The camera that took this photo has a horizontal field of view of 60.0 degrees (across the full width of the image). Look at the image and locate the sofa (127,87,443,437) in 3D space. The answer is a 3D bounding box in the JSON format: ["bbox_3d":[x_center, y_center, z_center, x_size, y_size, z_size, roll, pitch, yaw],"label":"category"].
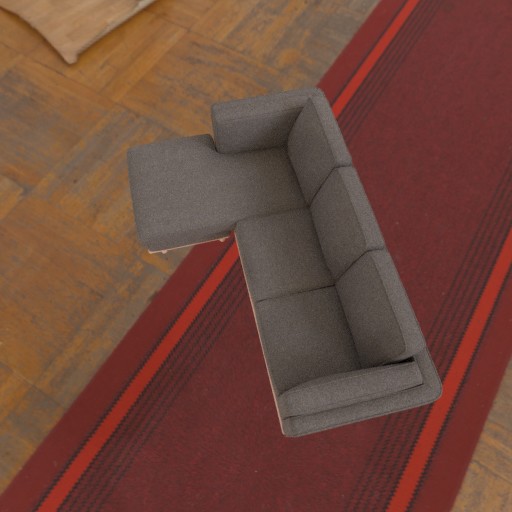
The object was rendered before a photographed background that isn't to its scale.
[{"bbox_3d":[0.000,0.000,3.090,1.604,0.929,2.411,-12,65,-6],"label":"sofa"}]
